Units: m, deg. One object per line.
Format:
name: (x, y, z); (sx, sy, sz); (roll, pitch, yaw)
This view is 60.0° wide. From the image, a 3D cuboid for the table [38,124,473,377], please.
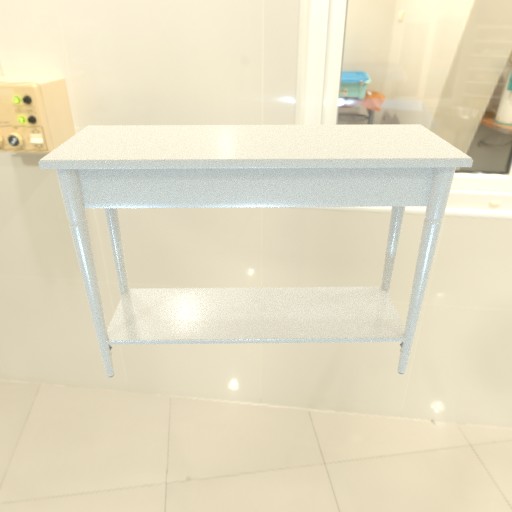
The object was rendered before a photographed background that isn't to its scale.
table: (0.000, 0.000, 1.432); (1.067, 0.749, 0.381); (0, 29, -1)
